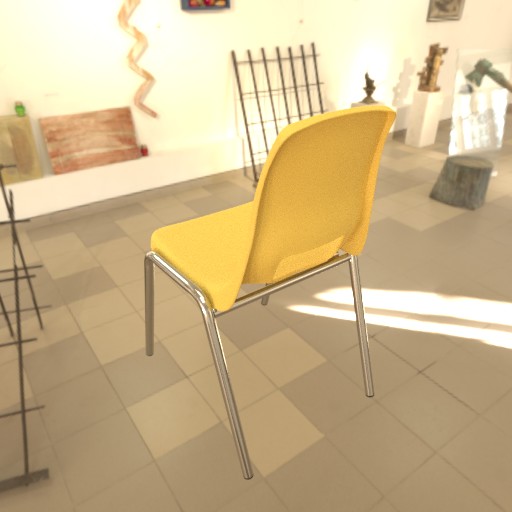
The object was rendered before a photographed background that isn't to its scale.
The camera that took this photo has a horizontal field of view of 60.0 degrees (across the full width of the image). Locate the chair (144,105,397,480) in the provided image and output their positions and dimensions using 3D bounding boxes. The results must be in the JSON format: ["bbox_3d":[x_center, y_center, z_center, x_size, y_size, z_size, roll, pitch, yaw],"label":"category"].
[{"bbox_3d":[0.000,0.000,0.900,0.381,0.653,0.436,-20,36,-30],"label":"chair"}]
